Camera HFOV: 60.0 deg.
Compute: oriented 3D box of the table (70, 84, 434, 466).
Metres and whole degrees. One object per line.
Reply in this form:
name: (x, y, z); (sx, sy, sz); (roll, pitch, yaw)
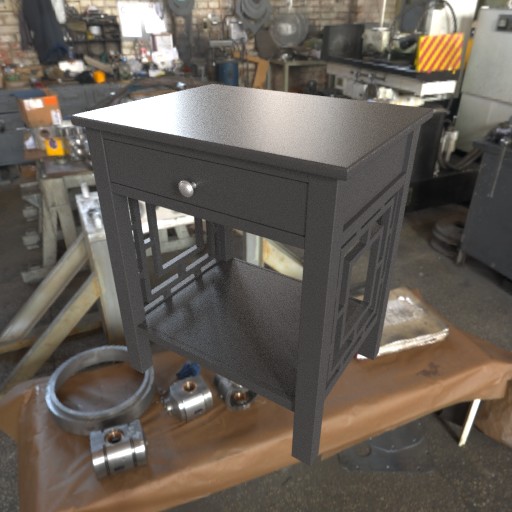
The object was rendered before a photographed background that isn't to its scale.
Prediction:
table: (0.000, 0.000, 1.024); (0.564, 0.646, 0.451); (18, 35, 28)
